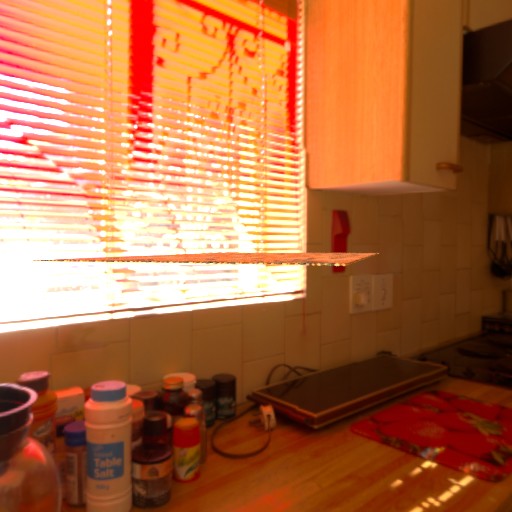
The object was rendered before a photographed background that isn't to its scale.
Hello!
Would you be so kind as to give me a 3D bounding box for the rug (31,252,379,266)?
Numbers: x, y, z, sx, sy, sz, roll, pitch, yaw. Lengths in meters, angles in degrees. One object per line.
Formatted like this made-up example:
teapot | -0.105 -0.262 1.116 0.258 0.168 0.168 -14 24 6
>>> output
rug | 0.000 0.000 3.077 1.533 0.010 2.428 0 2 18
